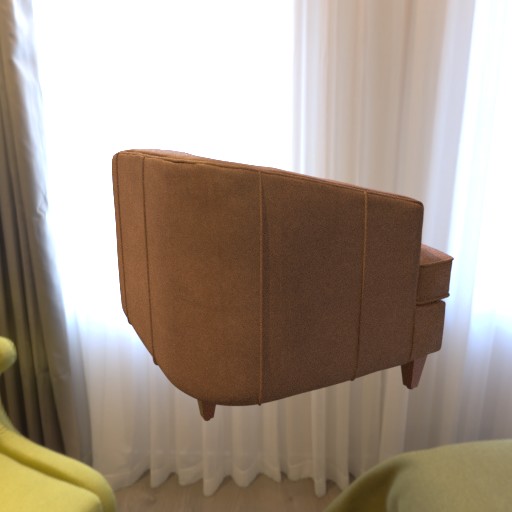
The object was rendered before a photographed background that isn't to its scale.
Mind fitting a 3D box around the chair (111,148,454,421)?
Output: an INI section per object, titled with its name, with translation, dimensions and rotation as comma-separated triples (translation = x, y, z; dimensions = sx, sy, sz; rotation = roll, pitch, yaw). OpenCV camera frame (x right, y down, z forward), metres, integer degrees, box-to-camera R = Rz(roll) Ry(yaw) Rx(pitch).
[chair]
translation = 0.000, 0.000, 1.667
dimensions = 0.914, 0.787, 1.118
rotation = -7, 15, -27
